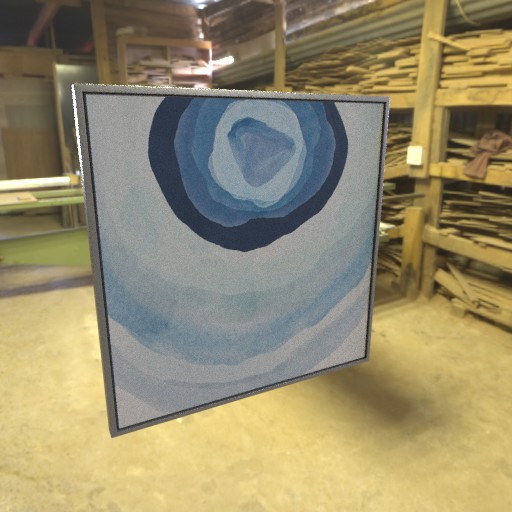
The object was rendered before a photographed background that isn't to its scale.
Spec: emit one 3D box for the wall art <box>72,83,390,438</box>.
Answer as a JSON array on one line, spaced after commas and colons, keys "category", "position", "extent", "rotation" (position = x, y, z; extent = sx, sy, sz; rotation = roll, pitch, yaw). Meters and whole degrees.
[{"category": "wall art", "position": [0.000, 0.000, 1.159], "extent": [0.809, 0.807, 0.038], "rotation": [-8, 18, -26]}]
